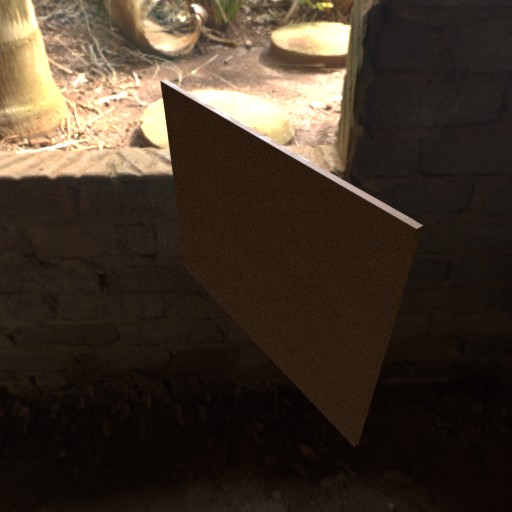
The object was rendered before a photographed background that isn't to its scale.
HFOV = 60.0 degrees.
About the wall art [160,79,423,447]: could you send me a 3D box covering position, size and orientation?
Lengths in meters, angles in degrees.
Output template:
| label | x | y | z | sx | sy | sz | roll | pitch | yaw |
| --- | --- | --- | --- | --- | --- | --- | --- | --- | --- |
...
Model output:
| label | x | y | z | sx | sy | sz | roll | pitch | yaw |
| --- | --- | --- | --- | --- | --- | --- | --- | --- | --- |
| wall art | 0.000 | 0.000 | 0.697 | 0.010 | 0.408 | 0.508 | -26 | 46 | -27 |
